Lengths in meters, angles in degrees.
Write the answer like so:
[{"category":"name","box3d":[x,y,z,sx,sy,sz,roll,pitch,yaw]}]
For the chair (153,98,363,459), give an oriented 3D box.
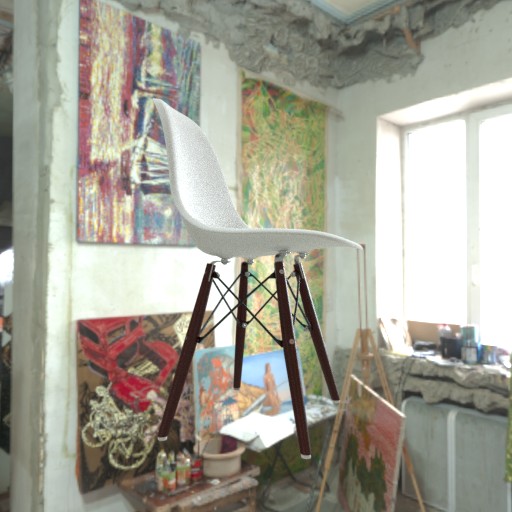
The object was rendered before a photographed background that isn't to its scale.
[{"category":"chair","box3d":[0.000,0.000,1.144,0.533,0.826,0.470,0,-1,19]}]
